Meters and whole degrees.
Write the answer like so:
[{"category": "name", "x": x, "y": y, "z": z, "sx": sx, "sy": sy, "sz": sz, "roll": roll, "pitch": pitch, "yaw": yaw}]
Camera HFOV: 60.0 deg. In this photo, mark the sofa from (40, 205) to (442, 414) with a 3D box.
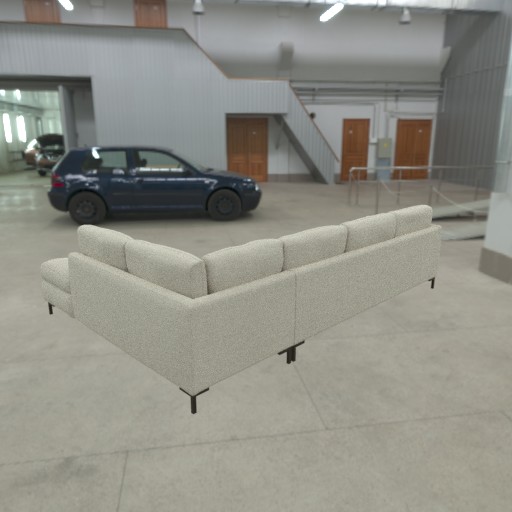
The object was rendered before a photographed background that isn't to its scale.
[{"category": "sofa", "x": 0.000, "y": 0.000, "z": 3.856, "sx": 2.949, "sy": 0.815, "sz": 2.007, "roll": -14, "pitch": 21, "yaw": -43}]
